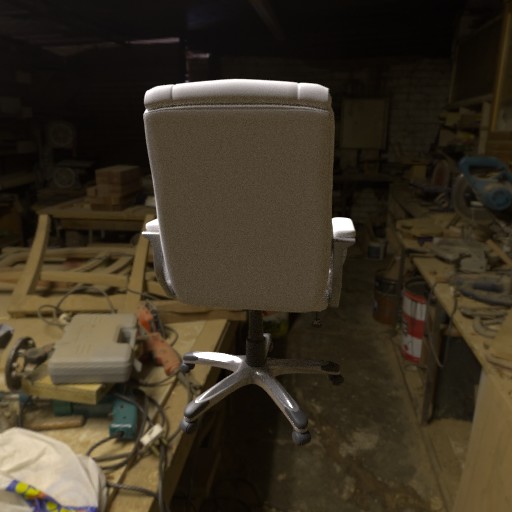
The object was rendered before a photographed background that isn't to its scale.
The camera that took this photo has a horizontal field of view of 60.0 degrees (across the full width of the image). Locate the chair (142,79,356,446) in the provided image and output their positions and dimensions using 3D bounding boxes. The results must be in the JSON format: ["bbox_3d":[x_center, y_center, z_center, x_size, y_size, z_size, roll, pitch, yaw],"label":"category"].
[{"bbox_3d":[0.000,0.000,1.586,0.687,1.120,0.738,2,17,8],"label":"chair"}]
